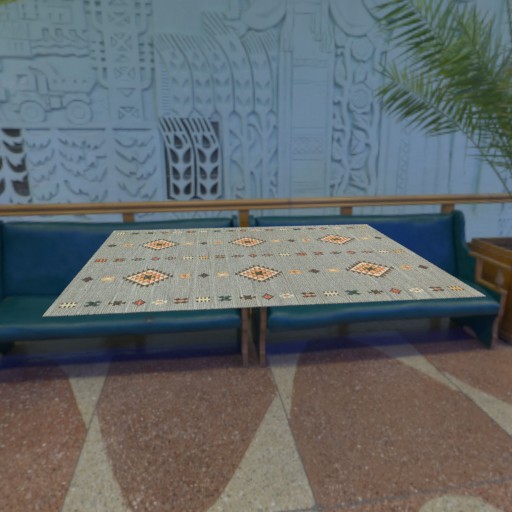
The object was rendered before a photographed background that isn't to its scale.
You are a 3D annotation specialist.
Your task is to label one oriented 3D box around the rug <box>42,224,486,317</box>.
[{"bbox_3d":[0.000,0.000,4.158,3.035,0.008,2.425,-2,17,-6],"label":"rug"}]
